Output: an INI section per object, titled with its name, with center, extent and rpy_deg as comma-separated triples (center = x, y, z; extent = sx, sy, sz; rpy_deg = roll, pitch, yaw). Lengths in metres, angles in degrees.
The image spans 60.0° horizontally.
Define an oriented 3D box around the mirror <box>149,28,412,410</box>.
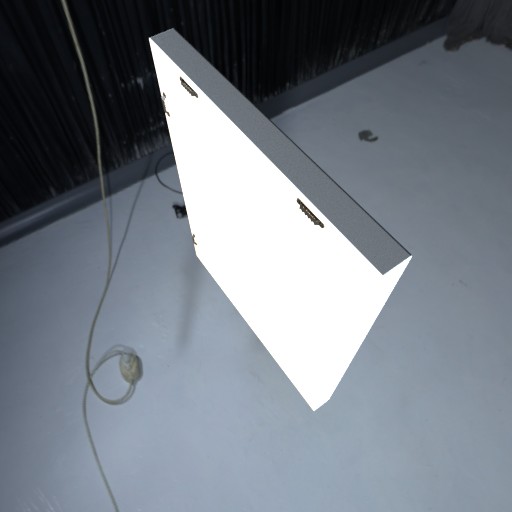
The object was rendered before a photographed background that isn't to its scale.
[mirror]
center = 0.000, 0.000, 0.676
extent = 0.041, 0.509, 0.406
rpy_deg = -31, 64, -18
